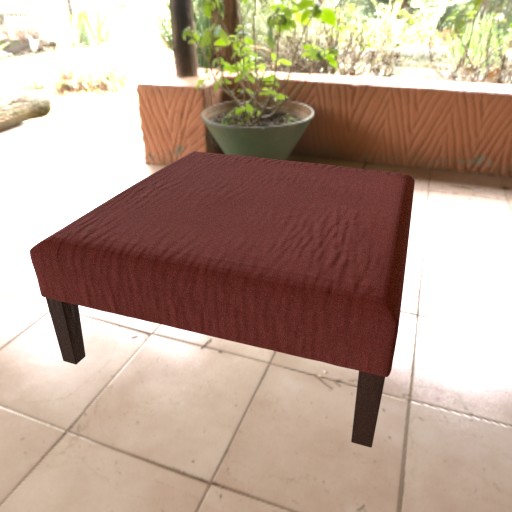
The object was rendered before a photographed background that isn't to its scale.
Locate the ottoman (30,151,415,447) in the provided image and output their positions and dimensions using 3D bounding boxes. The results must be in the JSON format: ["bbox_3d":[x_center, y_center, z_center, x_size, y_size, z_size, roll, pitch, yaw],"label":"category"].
[{"bbox_3d":[0.000,0.000,1.406,0.889,0.411,0.890,10,31,17],"label":"ottoman"}]
